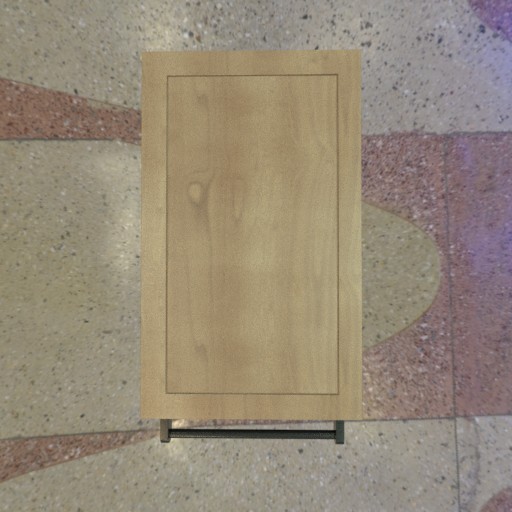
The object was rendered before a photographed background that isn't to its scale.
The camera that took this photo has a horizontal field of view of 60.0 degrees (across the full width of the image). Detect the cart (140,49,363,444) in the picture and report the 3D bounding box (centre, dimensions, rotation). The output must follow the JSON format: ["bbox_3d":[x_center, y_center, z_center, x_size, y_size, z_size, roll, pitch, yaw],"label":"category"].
[{"bbox_3d":[0.000,0.000,1.364,0.459,0.901,0.840,0,89,1],"label":"cart"}]
